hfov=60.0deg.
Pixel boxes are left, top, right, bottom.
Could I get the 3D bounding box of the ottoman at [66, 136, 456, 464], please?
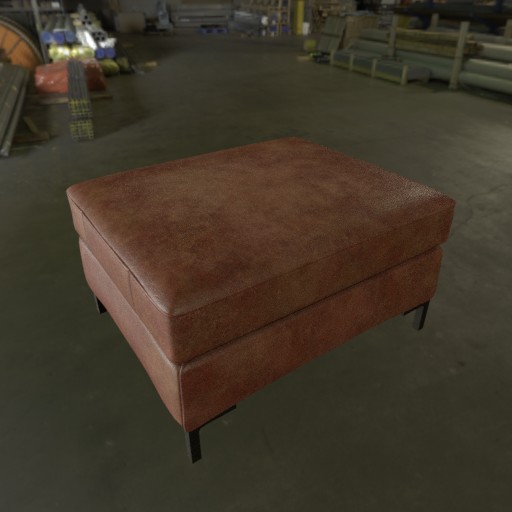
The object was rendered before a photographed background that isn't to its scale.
[{"bbox_3d":[0.000,0.000,1.819,1.186,0.667,0.965,-20,37,-29],"label":"ottoman"}]
